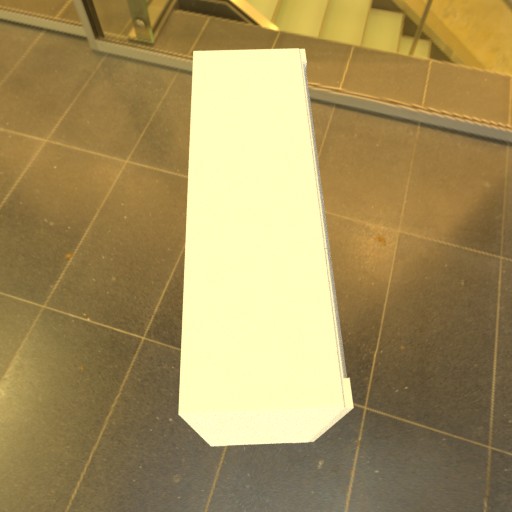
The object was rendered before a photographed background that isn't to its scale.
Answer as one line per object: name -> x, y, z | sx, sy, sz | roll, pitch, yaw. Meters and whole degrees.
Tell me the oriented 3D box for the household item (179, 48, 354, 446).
household item -> 0.000, 0.000, 1.748 | 0.420, 0.867, 1.300 | -2, 62, -1
